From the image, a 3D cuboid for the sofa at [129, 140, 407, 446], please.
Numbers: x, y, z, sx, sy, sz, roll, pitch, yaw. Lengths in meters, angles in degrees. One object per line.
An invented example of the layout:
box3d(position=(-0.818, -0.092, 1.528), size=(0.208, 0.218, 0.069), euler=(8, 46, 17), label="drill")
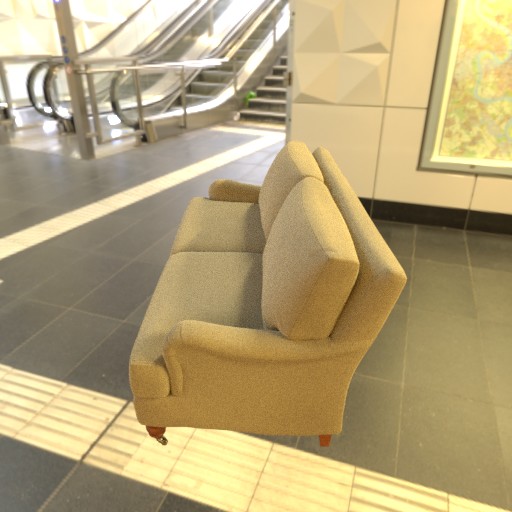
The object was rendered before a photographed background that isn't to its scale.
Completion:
box3d(position=(0.000, 0.000, 2.652), size=(1.091, 0.997, 2.070), euler=(0, 27, 0), label="sofa")
